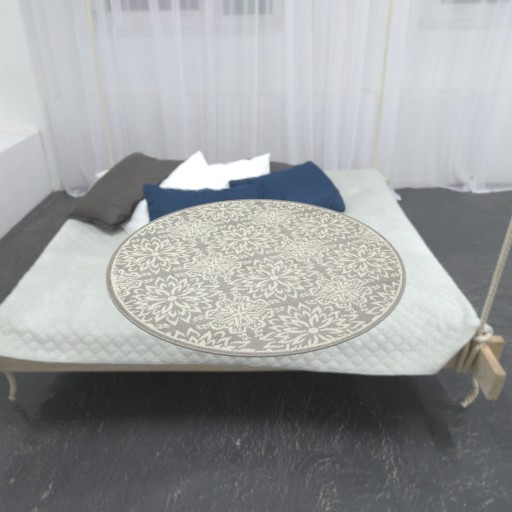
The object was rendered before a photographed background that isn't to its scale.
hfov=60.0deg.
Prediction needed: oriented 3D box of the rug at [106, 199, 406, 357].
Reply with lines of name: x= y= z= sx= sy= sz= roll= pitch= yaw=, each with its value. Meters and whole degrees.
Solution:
rug: x=0.000 y=0.000 z=2.447 sx=1.593 sy=0.012 sz=1.593 roll=0 pitch=30 yaw=0
